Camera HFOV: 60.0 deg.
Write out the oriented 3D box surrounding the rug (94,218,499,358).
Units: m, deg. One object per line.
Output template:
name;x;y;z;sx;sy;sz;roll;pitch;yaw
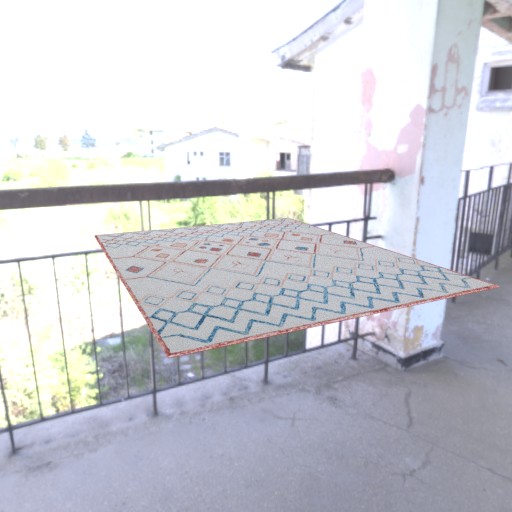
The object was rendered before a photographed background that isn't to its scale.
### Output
rug;0.000;0.000;4.013;2.441;0.016;3.050;-7;17;-25
